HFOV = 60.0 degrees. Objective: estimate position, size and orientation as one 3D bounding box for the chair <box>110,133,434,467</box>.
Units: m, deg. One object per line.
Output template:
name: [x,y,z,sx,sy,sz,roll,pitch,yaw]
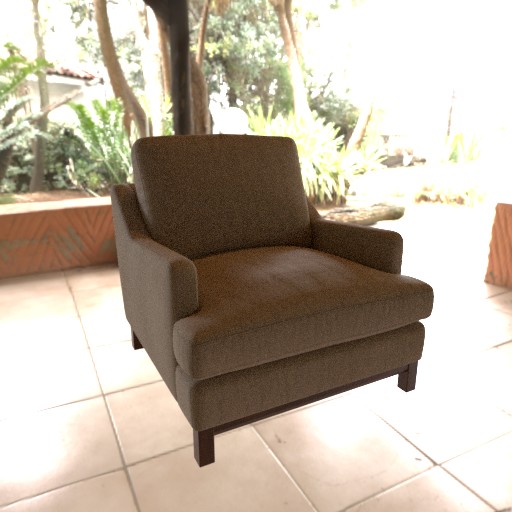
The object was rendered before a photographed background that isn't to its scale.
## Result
chair: [0.000,0.000,1.725,0.912,0.916,1.001,-8,18,-27]
